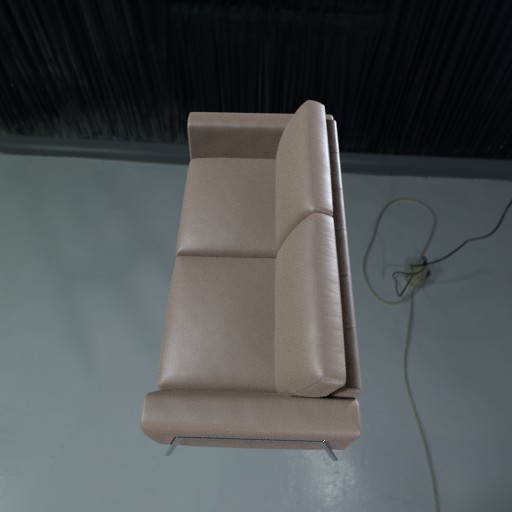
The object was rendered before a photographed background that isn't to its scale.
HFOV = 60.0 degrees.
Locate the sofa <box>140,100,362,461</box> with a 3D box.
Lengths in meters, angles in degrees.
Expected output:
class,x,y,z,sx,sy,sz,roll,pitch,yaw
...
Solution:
class,x,y,z,sx,sy,sz,roll,pitch,yaw
sofa,0.000,0.000,2.543,0.953,0.875,2.017,1,58,1
